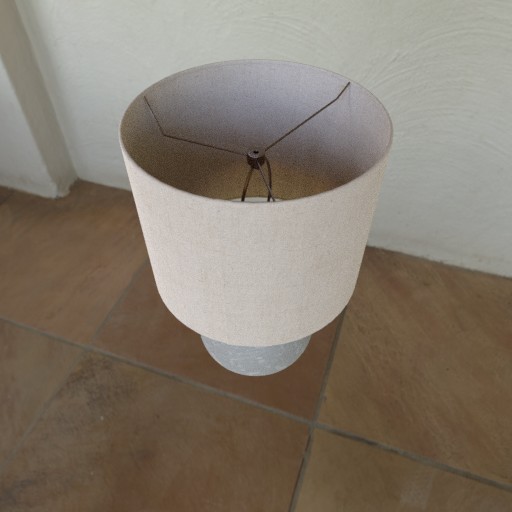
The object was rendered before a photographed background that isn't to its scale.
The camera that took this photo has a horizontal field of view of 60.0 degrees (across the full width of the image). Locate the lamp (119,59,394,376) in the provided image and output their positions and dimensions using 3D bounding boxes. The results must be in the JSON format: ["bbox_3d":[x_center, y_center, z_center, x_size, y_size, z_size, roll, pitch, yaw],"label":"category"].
[{"bbox_3d":[0.000,0.000,0.591,0.269,0.409,0.269,17,49,15],"label":"lamp"}]
